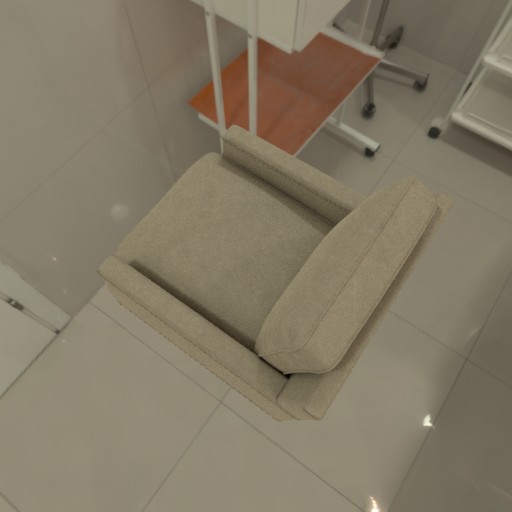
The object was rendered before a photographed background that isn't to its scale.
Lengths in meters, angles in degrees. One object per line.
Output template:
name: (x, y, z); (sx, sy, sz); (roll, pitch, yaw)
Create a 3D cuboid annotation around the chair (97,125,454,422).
chair: (0.000, 0.000, 1.734); (1.014, 0.943, 0.853); (33, 69, 14)
